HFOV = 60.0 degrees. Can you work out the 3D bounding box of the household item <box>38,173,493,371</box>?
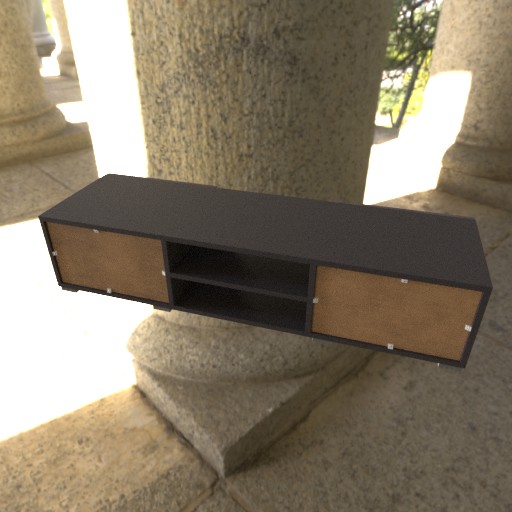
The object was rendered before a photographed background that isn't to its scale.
[{"bbox_3d":[0.000,0.000,1.563,1.400,0.310,0.420,9,33,14],"label":"household item"}]
